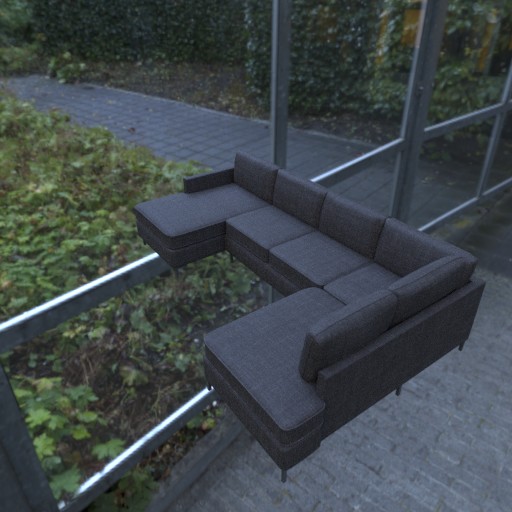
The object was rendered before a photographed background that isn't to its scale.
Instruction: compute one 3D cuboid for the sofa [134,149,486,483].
[{"bbox_3d":[0.000,0.000,4.229,2.048,0.999,3.423,-21,37,-30],"label":"sofa"}]
